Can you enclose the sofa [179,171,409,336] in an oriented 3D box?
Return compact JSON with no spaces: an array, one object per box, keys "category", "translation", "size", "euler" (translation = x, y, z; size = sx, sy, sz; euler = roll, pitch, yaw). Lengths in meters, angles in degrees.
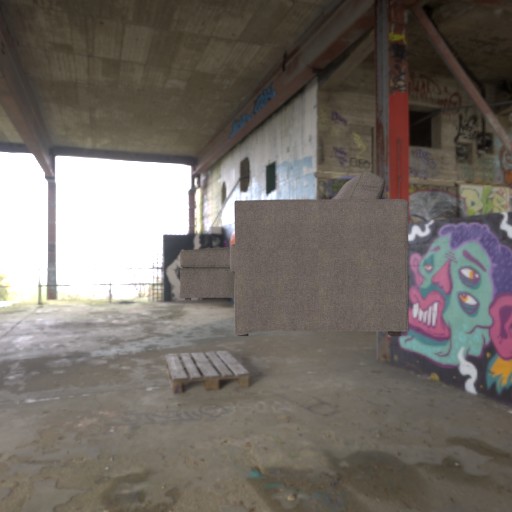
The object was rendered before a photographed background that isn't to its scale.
[{"category":"sofa","translation":[0.000,0.000,3.923],"size":[1.650,0.922,3.205],"euler":[0,-1,1]}]
